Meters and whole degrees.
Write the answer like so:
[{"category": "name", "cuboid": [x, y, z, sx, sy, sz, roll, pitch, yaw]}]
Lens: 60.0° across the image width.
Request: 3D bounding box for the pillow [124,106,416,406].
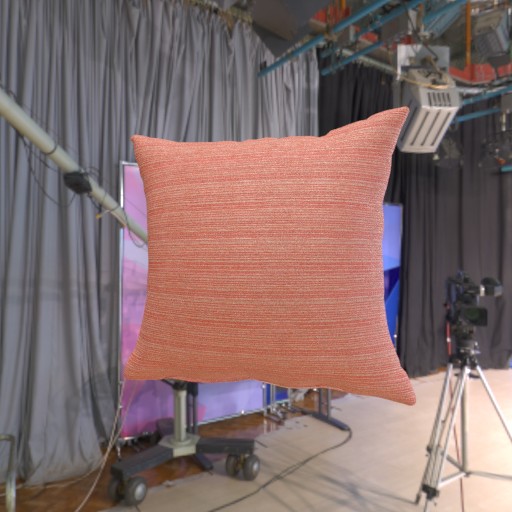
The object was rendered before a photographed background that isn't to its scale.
[{"category": "pillow", "cuboid": [0.000, 0.000, 0.822, 0.559, 0.501, 0.229, 0, 0, 17]}]
